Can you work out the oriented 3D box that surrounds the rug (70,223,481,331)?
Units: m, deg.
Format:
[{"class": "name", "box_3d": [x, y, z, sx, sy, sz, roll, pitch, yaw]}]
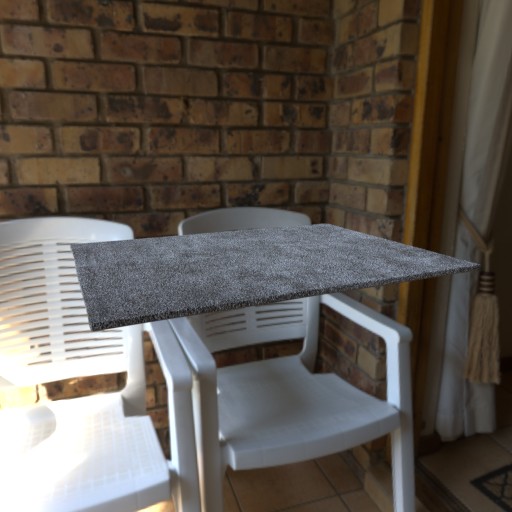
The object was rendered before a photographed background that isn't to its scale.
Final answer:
[{"class": "rug", "box_3d": [0.000, 0.000, 2.125, 1.601, 0.025, 1.198, -6, 15, -24]}]
